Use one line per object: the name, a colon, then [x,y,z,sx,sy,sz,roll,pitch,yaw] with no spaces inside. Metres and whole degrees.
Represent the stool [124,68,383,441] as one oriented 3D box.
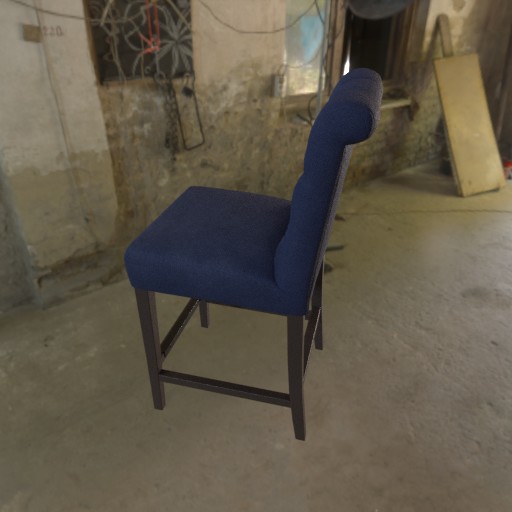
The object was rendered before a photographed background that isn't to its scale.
stool: [0.000,0.000,1.327,0.601,1.010,0.493,8,32,13]
